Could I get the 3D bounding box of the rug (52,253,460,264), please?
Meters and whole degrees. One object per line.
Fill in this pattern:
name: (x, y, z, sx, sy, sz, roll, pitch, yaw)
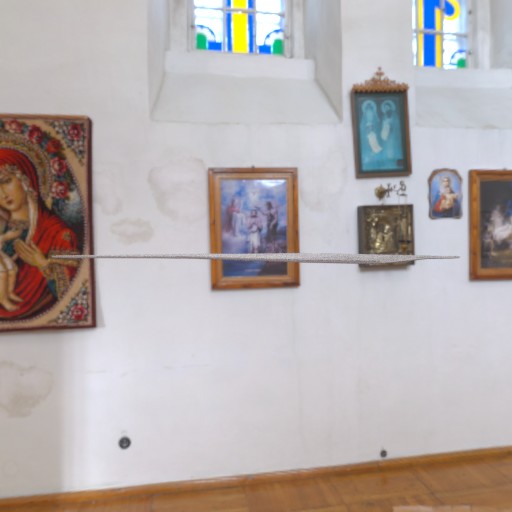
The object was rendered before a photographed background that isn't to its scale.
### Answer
rug: (0.000, 0.000, 3.025, 2.307, 0.030, 1.604, 1, 1, 35)
